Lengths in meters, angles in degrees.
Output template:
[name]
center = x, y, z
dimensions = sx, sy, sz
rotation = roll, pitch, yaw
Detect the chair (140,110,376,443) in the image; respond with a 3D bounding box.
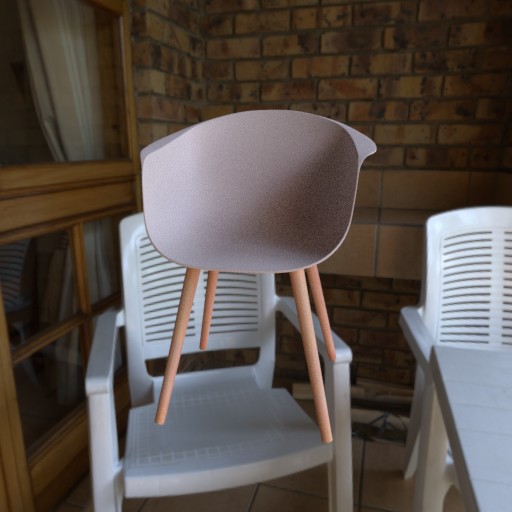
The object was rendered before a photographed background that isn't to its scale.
[chair]
center = 0.000, 0.000, 1.194
dimensions = 0.593, 0.781, 0.504
rotation = 2, 15, 10
